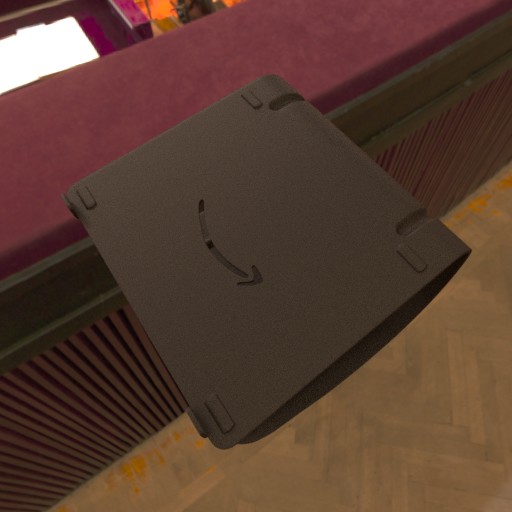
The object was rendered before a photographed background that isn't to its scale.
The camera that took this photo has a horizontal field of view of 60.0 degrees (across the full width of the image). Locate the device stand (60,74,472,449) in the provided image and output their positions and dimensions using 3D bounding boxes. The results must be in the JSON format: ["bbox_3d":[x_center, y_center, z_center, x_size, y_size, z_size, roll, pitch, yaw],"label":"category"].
[{"bbox_3d":[0.000,0.000,0.397,0.236,0.155,0.256,-30,63,-17],"label":"device stand"}]
